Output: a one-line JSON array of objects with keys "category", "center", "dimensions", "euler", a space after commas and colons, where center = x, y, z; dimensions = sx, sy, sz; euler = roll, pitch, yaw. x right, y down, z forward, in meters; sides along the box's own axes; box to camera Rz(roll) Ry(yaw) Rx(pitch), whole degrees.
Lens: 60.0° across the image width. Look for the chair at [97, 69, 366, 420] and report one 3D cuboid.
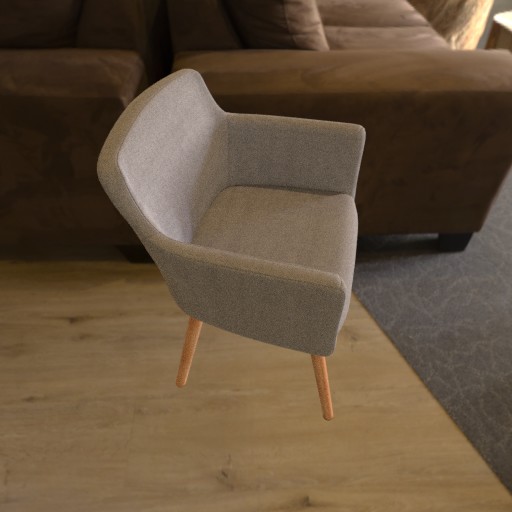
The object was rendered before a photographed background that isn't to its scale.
[{"category": "chair", "center": [0.000, 0.000, 1.139], "dimensions": [0.540, 0.780, 0.570], "euler": [9, 46, 9]}]
